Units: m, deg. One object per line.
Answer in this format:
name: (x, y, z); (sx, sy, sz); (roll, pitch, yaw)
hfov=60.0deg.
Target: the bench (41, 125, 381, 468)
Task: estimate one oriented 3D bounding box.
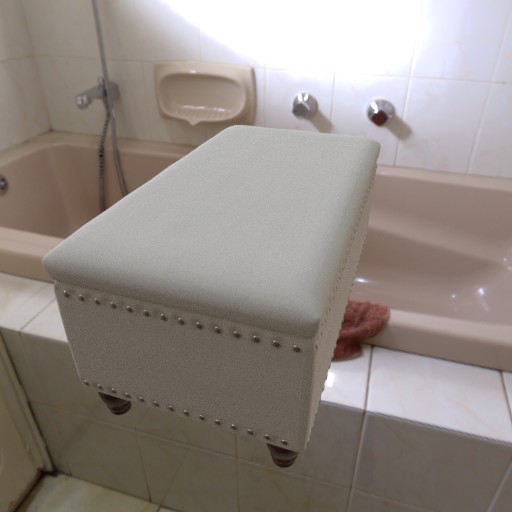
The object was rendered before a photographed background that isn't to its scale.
bench: (0.000, 0.000, 1.164); (0.500, 0.449, 0.887); (10, 33, 16)
